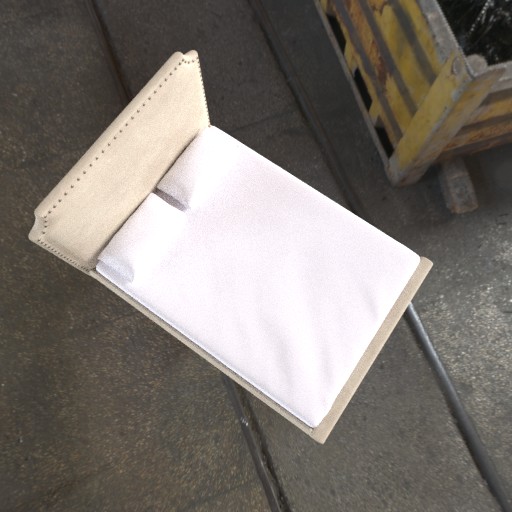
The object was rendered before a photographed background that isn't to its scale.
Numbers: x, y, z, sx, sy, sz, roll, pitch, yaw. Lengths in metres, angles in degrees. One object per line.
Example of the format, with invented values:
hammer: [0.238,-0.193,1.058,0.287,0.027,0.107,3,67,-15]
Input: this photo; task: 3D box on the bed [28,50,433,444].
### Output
bed: [0.000,0.000,3.351,2.372,1.443,1.712,34,77,9]
